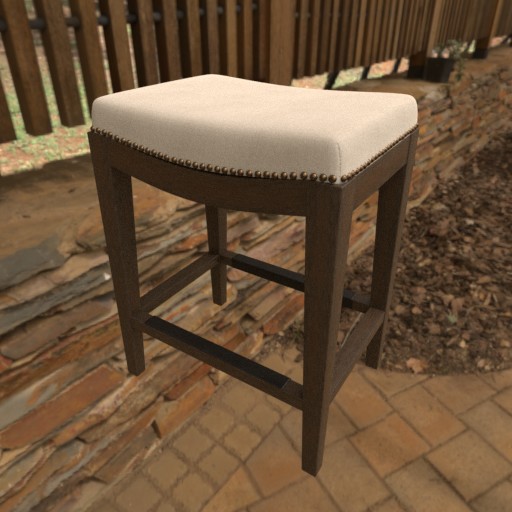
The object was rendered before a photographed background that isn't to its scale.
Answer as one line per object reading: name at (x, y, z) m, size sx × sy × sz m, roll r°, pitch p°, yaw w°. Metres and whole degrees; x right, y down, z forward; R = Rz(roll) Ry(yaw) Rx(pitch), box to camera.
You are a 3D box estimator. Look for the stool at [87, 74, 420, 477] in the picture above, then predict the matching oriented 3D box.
stool at (0.000, 0.000, 0.921) m, size 0.500 × 0.642 × 0.361 m, roll 18°, pitch 35°, yaw 28°
